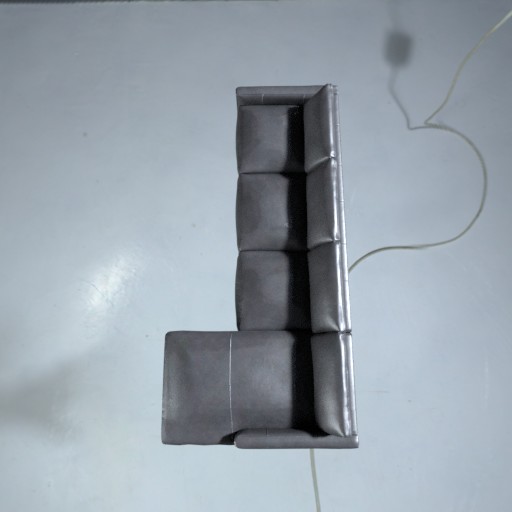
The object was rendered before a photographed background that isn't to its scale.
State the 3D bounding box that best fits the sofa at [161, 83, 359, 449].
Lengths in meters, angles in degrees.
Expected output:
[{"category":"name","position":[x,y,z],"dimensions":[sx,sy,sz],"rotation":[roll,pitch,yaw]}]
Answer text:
[{"category":"sofa","position":[0.000,0.000,3.751],"dimensions":[1.471,0.859,2.993],"rotation":[0,77,0]}]
